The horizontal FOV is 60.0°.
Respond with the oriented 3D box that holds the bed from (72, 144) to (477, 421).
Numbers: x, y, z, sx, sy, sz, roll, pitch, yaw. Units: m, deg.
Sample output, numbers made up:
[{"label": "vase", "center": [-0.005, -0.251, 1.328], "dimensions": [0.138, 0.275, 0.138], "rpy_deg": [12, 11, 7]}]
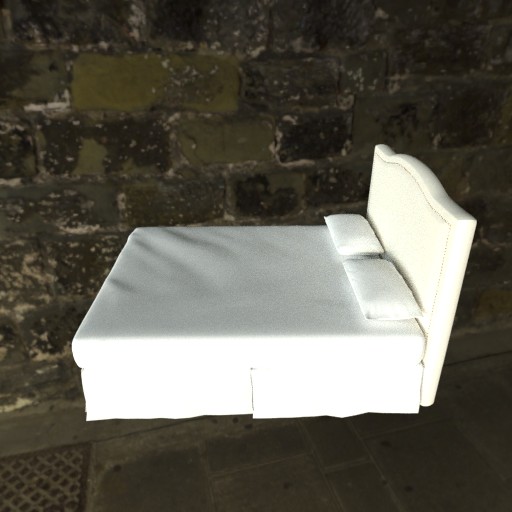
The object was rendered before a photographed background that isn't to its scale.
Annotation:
[{"label": "bed", "center": [0.000, 0.000, 3.324], "dimensions": [2.282, 1.436, 1.821], "rpy_deg": [0, 27, -1]}]
